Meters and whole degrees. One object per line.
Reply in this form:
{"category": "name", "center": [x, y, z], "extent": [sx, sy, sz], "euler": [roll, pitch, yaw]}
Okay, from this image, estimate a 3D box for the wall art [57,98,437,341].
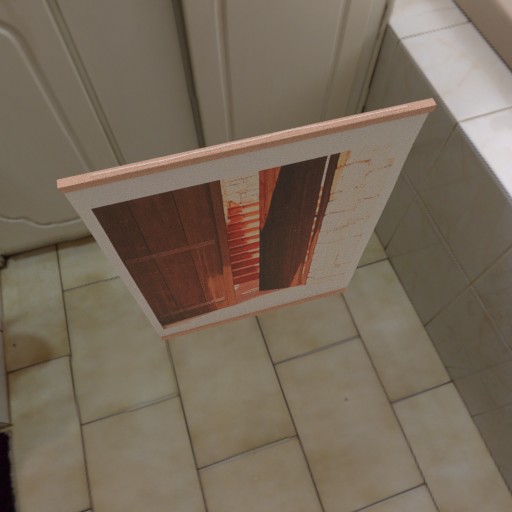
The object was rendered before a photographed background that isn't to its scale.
{"category": "wall art", "center": [0.000, 0.000, 1.306], "extent": [0.758, 1.013, 0.020], "euler": [-14, 64, -7]}
